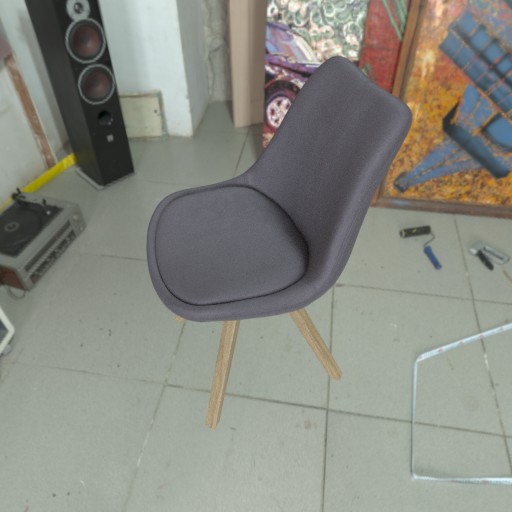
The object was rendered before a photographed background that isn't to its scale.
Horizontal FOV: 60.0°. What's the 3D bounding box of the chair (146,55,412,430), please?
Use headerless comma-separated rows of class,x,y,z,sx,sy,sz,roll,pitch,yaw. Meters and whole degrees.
chair,0.000,0.000,1.160,0.547,0.865,0.483,-15,47,-14
